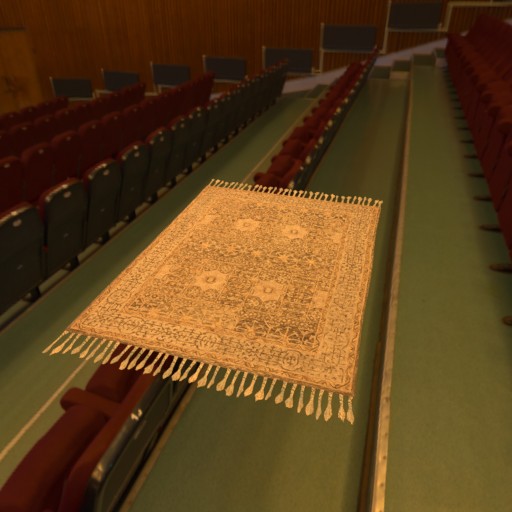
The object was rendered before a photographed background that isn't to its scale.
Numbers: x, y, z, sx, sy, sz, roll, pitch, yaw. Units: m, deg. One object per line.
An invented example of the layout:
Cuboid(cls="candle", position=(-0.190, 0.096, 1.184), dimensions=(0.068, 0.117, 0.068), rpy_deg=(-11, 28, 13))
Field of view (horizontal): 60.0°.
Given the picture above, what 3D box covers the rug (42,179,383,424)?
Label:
Cuboid(cls="rug", position=(0.000, 0.000, 3.119), dimensions=(1.619, 0.023, 2.465), rpy_deg=(9, 33, 14))
